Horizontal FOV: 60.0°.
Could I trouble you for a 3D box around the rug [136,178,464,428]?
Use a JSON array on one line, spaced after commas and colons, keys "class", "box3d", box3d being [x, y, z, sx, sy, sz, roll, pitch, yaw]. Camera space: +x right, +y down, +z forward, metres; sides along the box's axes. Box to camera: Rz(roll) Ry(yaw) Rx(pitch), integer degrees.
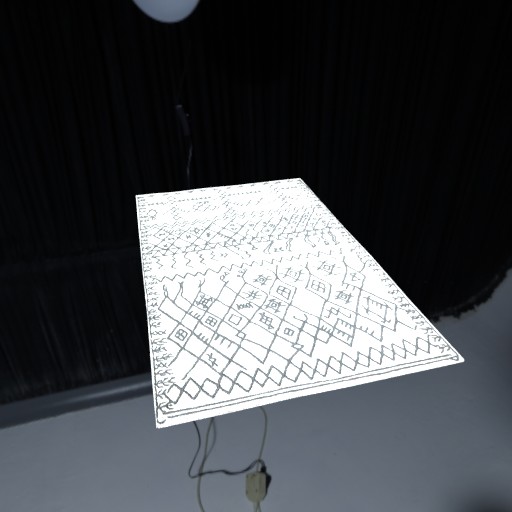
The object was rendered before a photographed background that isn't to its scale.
[{"class": "rug", "box3d": [0.000, 0.000, 3.059, 1.530, 0.012, 2.444, -8, 33, -13]}]
